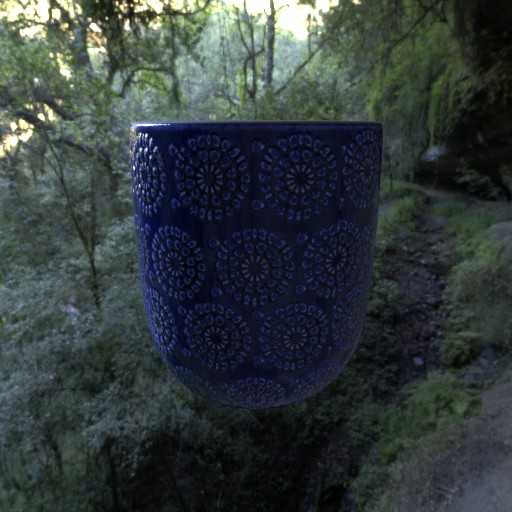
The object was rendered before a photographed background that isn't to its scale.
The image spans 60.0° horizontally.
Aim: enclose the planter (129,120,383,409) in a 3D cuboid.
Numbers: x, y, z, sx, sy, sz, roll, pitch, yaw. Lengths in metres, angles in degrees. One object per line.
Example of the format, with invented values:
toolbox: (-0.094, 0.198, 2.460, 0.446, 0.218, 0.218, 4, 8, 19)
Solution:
planter: (0.000, 0.000, 0.356, 0.184, 0.206, 0.184, 0, 16, 0)
